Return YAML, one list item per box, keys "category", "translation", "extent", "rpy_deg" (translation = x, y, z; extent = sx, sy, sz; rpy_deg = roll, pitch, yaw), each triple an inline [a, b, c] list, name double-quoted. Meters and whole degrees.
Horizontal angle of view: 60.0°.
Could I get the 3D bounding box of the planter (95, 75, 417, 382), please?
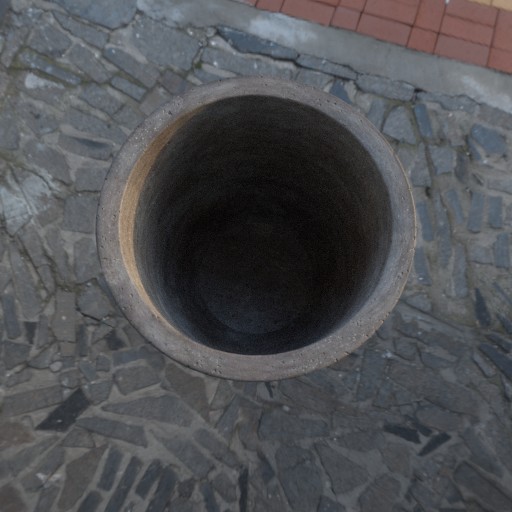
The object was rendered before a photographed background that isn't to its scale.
- category: "planter"
  translation: [0.000, 0.000, 0.227]
  extent: [0.122, 0.128, 0.122]
  rpy_deg: [0, 76, 0]
